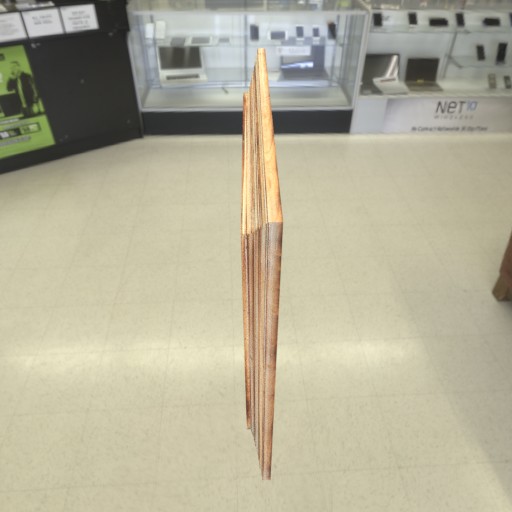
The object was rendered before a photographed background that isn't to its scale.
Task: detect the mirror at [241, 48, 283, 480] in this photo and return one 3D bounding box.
[{"bbox_3d":[0.000,0.000,1.165,0.061,0.804,0.804,-1,40,-1],"label":"mirror"}]
